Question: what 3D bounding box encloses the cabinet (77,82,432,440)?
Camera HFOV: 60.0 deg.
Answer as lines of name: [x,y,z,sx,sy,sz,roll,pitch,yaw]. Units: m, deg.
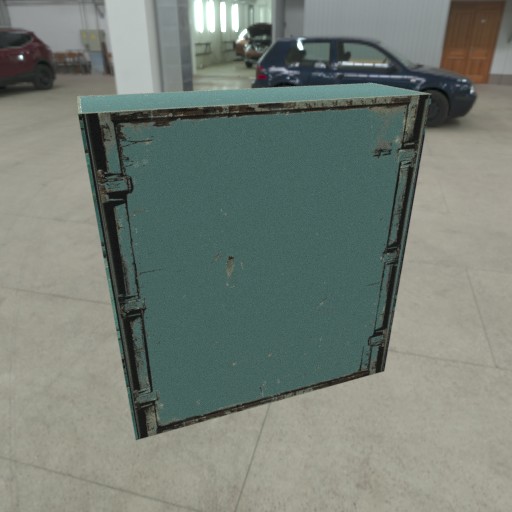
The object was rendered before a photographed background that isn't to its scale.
cabinet: [0.000,0.000,3.131,2.000,2.160,0.680,-10,29,-18]
